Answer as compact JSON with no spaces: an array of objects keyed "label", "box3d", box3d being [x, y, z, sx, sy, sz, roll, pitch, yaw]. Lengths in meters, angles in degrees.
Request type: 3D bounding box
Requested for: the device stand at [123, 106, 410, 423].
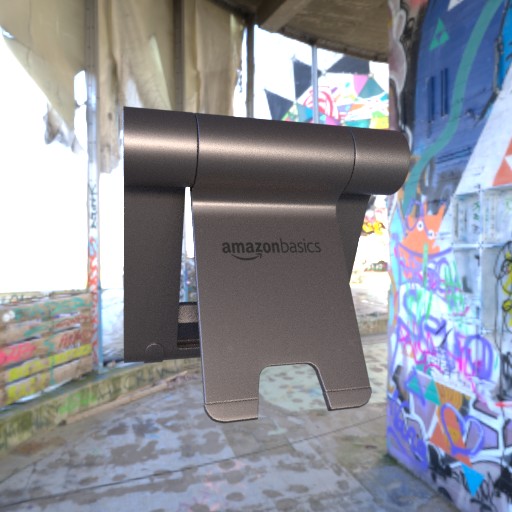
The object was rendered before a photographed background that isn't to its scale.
[{"label":"device stand","box3d":[0.000,0.000,0.154,0.088,0.084,0.079,0,1,-17]}]
